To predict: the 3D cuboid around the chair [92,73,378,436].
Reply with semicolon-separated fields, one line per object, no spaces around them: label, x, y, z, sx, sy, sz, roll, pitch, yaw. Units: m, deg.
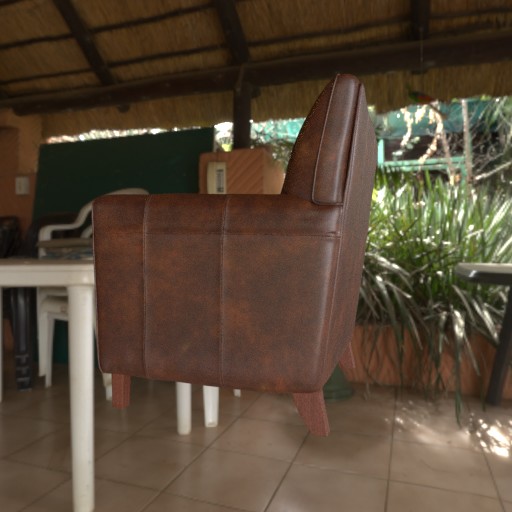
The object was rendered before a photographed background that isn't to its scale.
chair;0.000;0.000;1.611;0.823;0.943;0.870;0;1;18
